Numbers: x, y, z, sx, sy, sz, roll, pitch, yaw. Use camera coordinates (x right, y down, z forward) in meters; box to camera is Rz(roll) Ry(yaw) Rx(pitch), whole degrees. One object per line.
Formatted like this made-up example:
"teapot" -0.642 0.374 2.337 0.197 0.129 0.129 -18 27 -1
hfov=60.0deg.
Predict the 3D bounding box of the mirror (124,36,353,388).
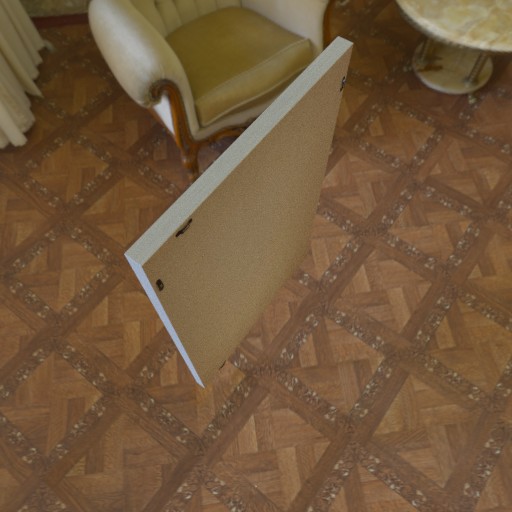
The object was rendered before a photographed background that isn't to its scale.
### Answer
"mirror" 0.000 0.000 1.172 0.040 0.915 0.609 33 67 16
